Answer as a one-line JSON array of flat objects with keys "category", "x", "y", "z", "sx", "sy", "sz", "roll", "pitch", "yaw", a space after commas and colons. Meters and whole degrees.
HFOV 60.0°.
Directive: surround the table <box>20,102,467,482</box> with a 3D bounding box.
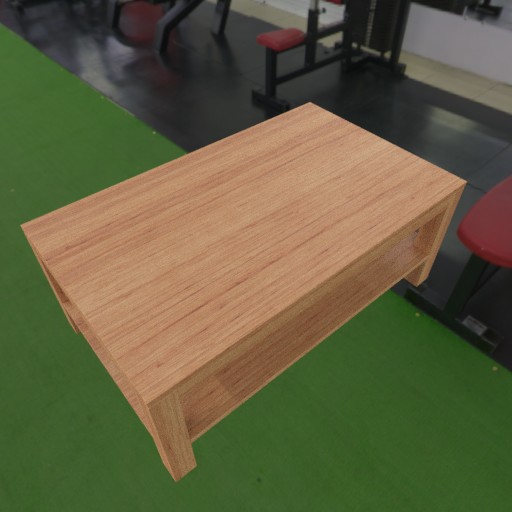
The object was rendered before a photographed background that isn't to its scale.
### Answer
[{"category": "table", "x": 0.000, "y": 0.000, "z": 1.479, "sx": 1.146, "sy": 0.457, "sz": 0.695, "roll": -31, "pitch": 53, "yaw": -27}]
